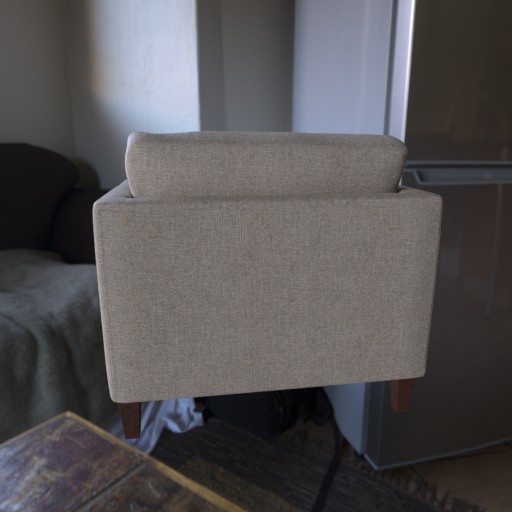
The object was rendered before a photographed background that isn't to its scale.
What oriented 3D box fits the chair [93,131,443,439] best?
[{"bbox_3d":[0.000,0.000,1.835,1.107,0.987,0.959,-2,15,-9],"label":"chair"}]
